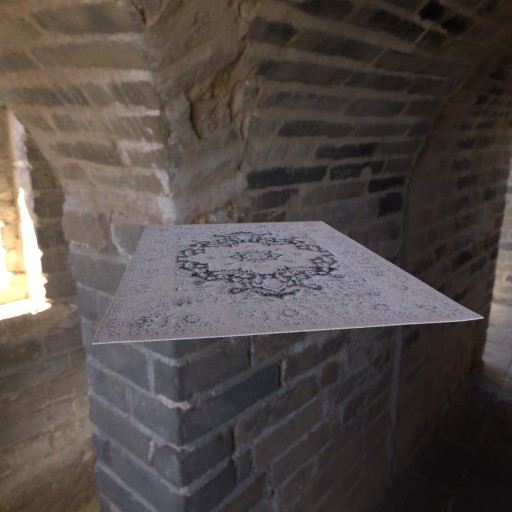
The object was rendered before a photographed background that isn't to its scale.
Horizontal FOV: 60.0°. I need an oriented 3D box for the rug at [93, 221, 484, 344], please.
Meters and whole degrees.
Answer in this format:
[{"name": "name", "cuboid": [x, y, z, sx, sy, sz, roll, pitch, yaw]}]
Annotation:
[{"name": "rug", "cuboid": [0.000, 0.000, 2.211, 1.223, 0.008, 1.813, -2, 15, -8]}]
